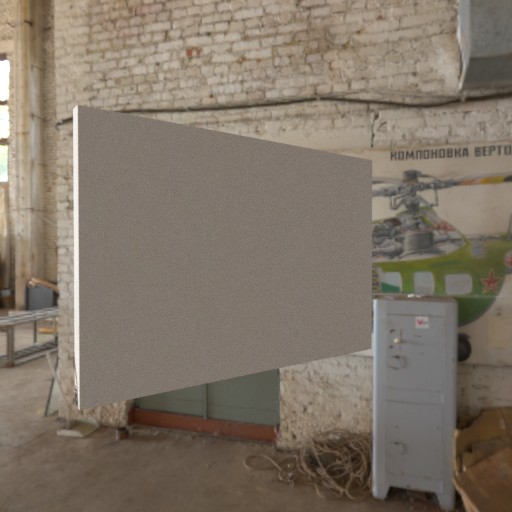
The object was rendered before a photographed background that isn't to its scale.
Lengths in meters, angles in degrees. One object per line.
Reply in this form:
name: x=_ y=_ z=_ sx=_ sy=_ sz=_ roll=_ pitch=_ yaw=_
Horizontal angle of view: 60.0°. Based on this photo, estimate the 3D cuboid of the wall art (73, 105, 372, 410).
wall art: x=0.000 y=0.000 z=1.154 sx=0.898 sy=0.601 sz=0.038 roll=-1 pitch=1 yaw=-37
